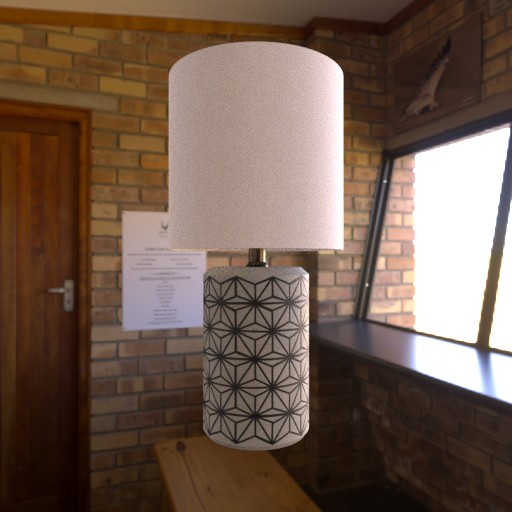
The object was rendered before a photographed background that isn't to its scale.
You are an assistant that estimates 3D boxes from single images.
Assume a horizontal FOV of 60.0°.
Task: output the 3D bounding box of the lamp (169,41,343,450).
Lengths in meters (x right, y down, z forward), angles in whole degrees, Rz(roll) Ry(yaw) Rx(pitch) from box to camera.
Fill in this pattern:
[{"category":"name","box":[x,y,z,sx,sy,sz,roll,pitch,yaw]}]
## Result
[{"category":"lamp","box":[0.000,0.000,0.533,0.206,0.416,0.206,0,0,37]}]
